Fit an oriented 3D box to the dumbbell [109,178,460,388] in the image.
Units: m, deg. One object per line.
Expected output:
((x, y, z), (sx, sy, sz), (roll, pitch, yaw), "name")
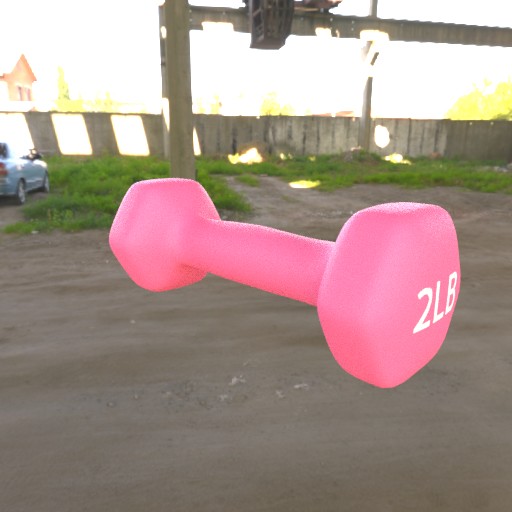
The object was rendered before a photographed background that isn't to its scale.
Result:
((0.000, 0.000, 0.175), (0.146, 0.053, 0.058), (14, 21, 43), "dumbbell")
